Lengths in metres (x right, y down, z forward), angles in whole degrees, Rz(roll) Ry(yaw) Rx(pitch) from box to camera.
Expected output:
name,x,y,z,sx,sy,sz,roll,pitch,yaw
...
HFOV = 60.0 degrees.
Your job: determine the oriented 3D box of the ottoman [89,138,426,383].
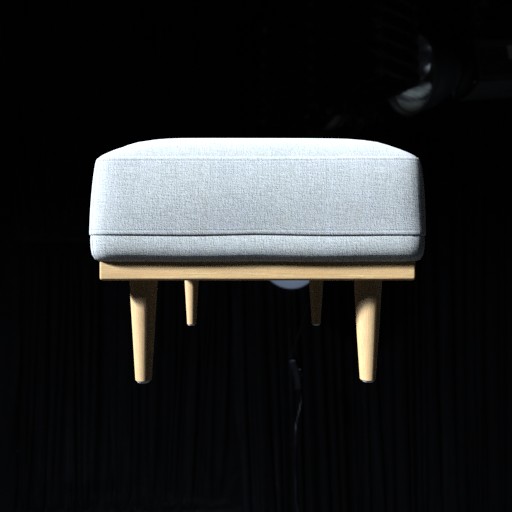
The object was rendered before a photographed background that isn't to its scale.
name,x,y,z,sx,sy,sz,roll,pitch,yaw
ottoman,0.000,0.000,1.062,0.549,0.428,0.749,0,0,-1
